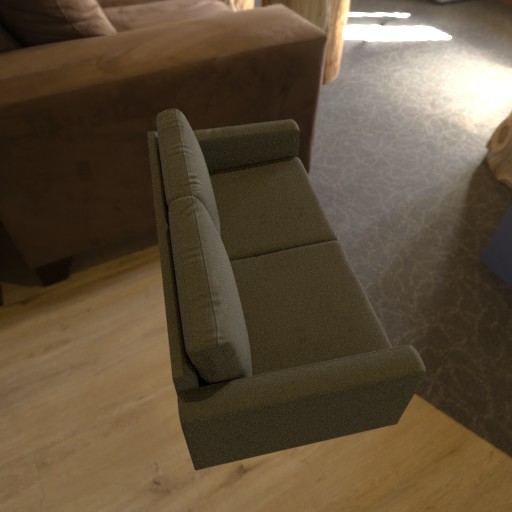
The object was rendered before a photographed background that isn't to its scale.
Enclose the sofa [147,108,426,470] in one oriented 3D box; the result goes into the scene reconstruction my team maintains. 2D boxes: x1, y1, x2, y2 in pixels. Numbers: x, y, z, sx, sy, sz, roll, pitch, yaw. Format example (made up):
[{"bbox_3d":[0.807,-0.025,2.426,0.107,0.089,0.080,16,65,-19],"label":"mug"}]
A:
[{"bbox_3d":[0.000,0.000,2.218,0.889,0.897,1.730,-9,48,-8],"label":"sofa"}]
